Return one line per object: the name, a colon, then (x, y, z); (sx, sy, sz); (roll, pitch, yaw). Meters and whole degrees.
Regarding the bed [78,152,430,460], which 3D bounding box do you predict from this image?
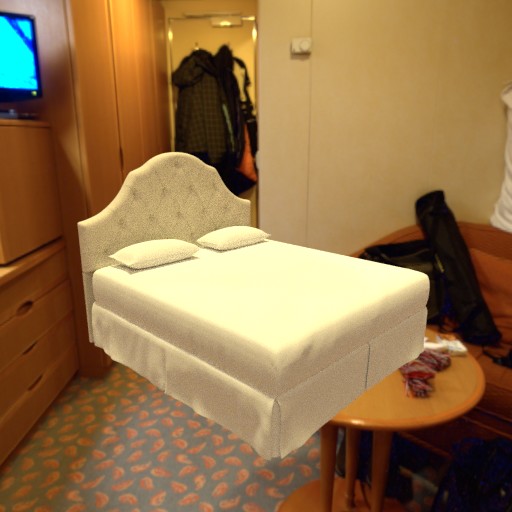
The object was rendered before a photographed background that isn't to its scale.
bed: (0.000, 0.000, 3.644); (2.214, 1.615, 2.008); (14, 20, 42)
